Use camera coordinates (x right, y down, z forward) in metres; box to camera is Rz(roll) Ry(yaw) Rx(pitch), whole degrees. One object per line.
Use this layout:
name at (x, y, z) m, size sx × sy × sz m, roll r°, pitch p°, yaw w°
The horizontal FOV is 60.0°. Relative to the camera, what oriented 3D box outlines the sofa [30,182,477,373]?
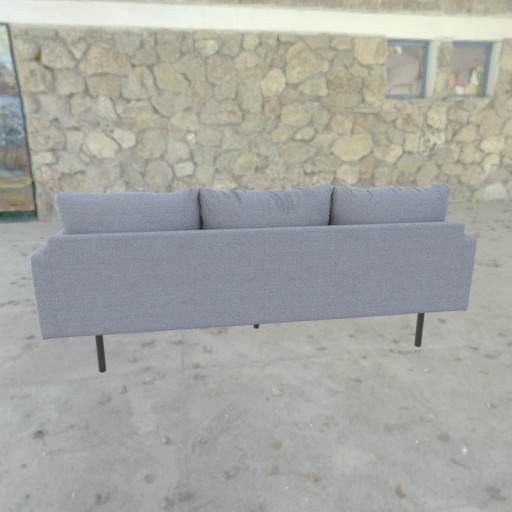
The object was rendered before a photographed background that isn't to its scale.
sofa at (0.000, 0.000, 2.383) m, size 2.000 × 0.830 × 0.850 m, roll -3°, pitch 16°, yaw -9°
